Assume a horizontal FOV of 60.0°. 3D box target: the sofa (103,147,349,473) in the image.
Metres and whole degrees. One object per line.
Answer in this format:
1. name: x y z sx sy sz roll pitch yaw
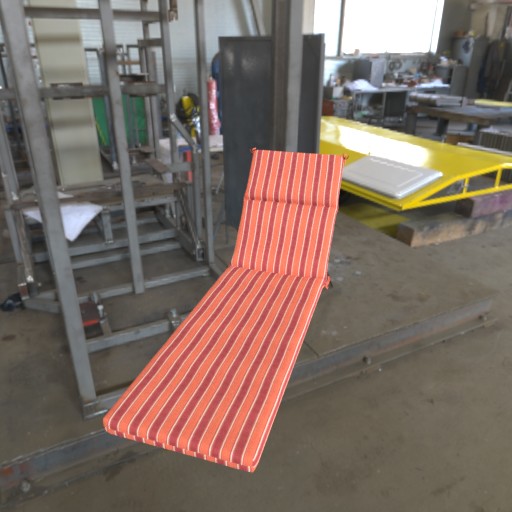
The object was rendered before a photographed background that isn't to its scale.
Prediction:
1. sofa: 0.000 0.000 1.952 0.582 0.622 1.663 8 26 16
